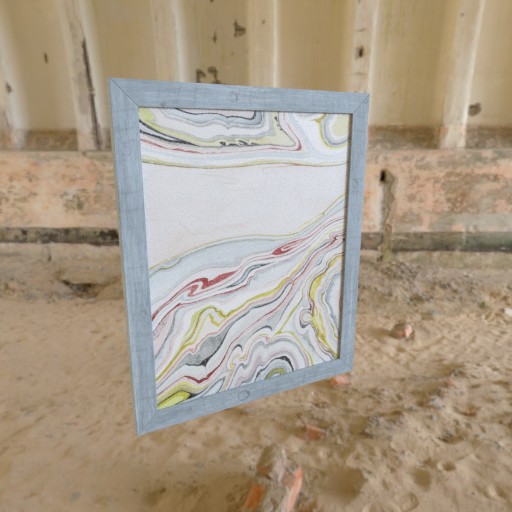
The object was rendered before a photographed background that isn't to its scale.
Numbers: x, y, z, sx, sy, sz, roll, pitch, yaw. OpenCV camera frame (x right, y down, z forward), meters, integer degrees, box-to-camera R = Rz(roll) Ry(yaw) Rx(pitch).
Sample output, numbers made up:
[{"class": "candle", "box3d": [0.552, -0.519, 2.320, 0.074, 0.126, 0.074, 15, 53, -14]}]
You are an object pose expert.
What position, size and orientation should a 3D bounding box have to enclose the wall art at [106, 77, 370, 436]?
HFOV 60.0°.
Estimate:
[{"class": "wall art", "box3d": [0.000, 0.000, 0.814, 0.479, 0.582, 0.022, -8, 17, -27]}]
